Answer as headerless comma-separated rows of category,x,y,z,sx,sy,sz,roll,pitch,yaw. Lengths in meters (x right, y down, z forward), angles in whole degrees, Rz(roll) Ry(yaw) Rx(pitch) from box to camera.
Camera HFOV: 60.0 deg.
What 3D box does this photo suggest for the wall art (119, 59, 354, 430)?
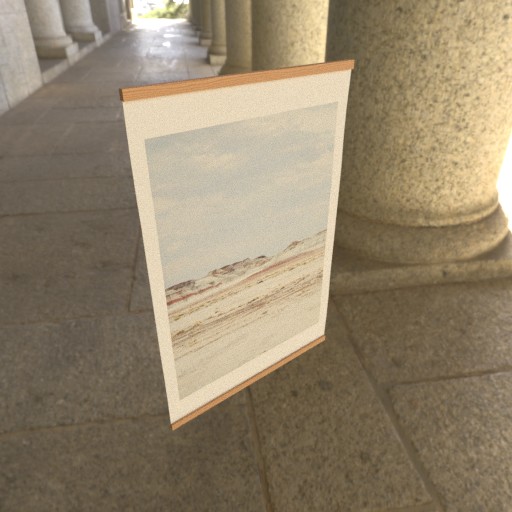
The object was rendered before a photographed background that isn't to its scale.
wall art,0.000,0.000,1.959,1.011,1.521,0.025,-22,38,-32
